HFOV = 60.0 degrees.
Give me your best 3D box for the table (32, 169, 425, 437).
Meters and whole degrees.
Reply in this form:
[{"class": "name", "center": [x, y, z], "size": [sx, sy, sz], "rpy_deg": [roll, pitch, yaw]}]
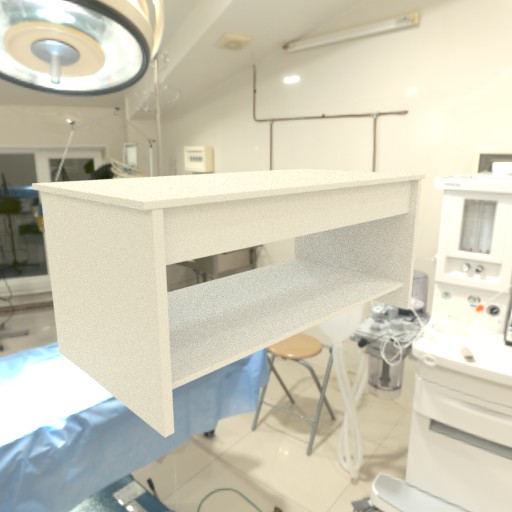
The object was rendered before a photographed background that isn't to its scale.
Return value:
[{"class": "table", "center": [0.000, 0.000, 1.272], "size": [1.000, 0.441, 0.500], "rpy_deg": [-13, 19, -43]}]
